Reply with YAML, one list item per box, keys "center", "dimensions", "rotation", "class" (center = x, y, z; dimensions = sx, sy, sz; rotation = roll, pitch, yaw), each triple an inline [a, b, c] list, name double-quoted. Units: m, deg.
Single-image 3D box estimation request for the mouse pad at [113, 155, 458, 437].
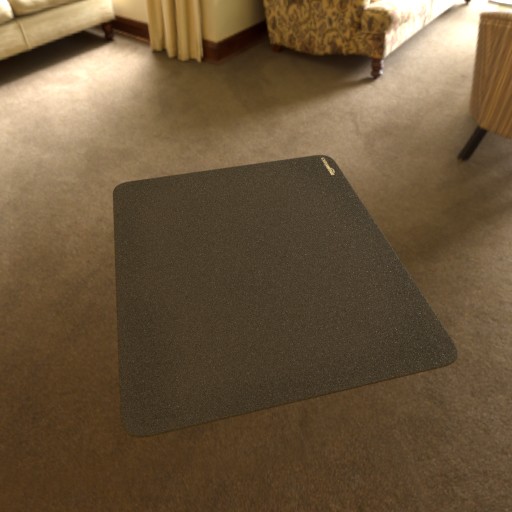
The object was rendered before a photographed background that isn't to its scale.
- center: [0.000, 0.000, 0.636]
  dimensions: [0.393, 0.002, 0.451]
  rotation: [-10, 46, -10]
  class: "mouse pad"
